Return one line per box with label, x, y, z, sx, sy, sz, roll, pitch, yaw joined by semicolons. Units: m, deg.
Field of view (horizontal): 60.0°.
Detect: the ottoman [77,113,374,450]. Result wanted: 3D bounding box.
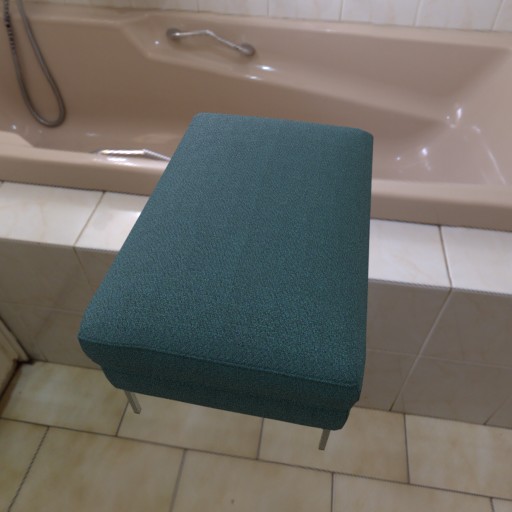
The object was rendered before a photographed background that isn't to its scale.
ottoman;0.000;0.000;1.209;0.563;0.498;0.856;8;48;8
